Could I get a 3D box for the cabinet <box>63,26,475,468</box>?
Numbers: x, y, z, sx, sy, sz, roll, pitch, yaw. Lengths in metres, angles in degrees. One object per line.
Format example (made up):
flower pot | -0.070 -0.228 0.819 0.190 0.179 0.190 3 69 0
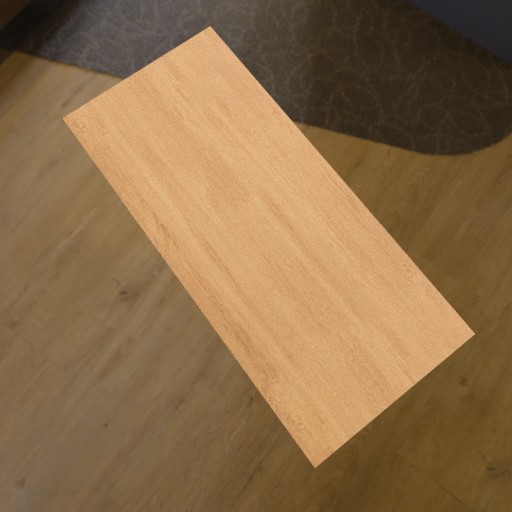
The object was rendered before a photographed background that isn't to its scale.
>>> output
cabinet | 0.000 0.000 1.528 0.500 0.780 1.110 -36 79 -8
